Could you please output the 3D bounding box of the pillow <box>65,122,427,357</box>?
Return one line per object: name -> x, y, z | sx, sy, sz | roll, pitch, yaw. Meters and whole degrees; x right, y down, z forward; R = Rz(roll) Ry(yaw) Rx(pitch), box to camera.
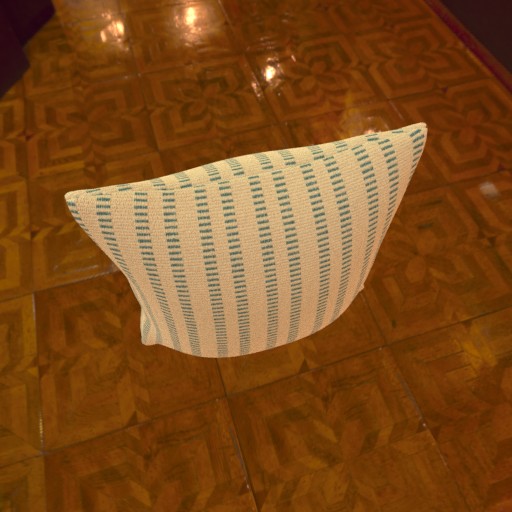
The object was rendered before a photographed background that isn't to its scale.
pillow -> 0.000, 0.000, 0.682 | 0.438, 0.419, 0.247 | -13, 59, -8
